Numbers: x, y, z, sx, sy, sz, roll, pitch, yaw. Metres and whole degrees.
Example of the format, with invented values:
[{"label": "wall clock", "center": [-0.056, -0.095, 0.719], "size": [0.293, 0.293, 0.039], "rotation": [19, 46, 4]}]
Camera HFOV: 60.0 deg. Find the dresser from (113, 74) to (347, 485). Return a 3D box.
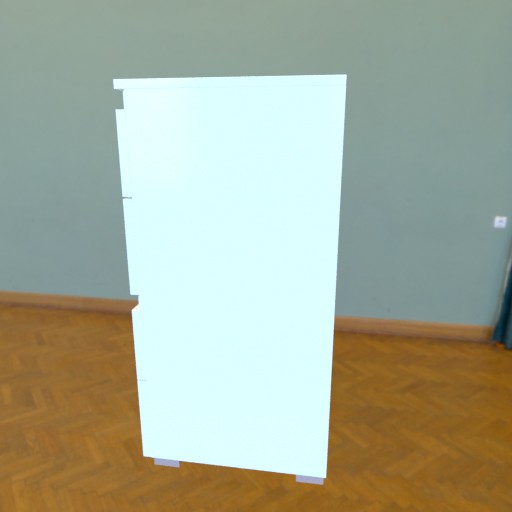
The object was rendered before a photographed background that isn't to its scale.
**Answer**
[{"label": "dresser", "center": [0.000, 0.000, 1.158], "size": [0.400, 0.800, 0.650], "rotation": [2, 16, 9]}]
